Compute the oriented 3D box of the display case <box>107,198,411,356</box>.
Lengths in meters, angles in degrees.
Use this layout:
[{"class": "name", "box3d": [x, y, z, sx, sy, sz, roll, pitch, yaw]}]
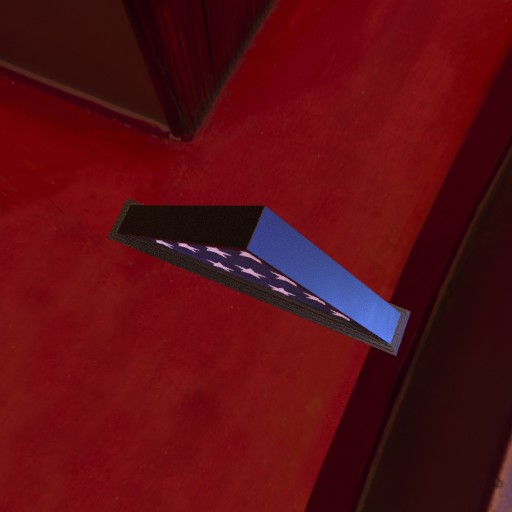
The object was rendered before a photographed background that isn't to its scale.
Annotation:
[{"class": "display case", "box3d": [0.000, 0.000, 0.757, 0.640, 0.340, 0.095, 22, 78, 5]}]
